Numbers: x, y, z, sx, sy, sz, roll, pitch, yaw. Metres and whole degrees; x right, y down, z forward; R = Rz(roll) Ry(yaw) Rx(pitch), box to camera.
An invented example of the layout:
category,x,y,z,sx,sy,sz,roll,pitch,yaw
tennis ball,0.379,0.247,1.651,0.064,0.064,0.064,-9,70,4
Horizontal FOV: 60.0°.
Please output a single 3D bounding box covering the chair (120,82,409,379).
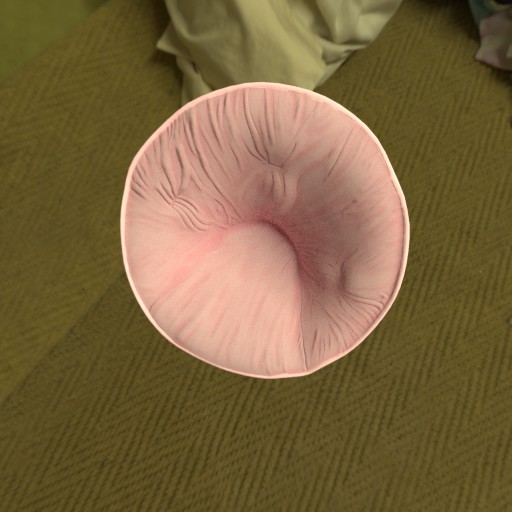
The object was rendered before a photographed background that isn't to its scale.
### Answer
category,x,y,z,sx,sy,sz,roll,pitch,yaw
chair,0.000,0.000,0.894,0.522,0.494,0.459,22,76,6
